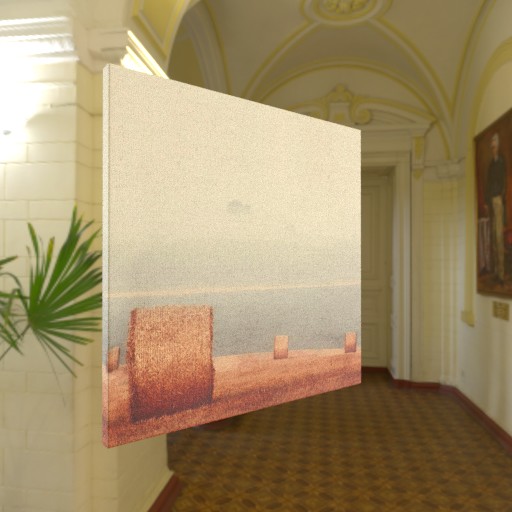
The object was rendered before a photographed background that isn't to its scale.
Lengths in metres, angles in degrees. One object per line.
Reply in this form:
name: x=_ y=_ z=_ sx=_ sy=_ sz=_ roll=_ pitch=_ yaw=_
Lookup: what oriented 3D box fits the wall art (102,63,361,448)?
wall art: x=0.000 y=0.000 z=0.596 sx=0.405 sy=0.405 sz=0.023 roll=0 pitch=-1 yaw=-37
